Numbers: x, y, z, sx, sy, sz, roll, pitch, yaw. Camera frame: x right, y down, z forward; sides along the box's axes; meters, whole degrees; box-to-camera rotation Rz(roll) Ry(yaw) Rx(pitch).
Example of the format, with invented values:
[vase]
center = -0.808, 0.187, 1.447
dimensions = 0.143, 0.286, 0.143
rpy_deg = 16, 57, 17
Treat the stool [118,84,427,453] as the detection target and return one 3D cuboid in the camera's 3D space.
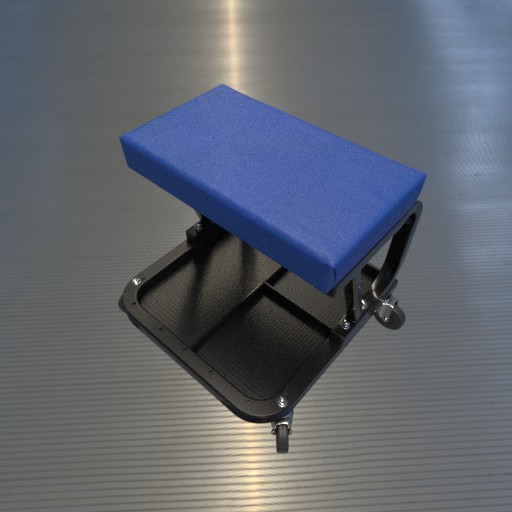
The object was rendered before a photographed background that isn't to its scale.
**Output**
[stool]
center = 0.000, 0.000, 0.724
dimensions = 0.446, 0.380, 0.371
rpy_deg = 33, 56, 26
